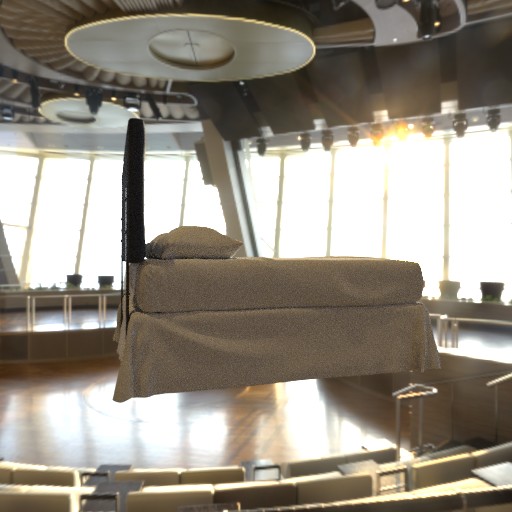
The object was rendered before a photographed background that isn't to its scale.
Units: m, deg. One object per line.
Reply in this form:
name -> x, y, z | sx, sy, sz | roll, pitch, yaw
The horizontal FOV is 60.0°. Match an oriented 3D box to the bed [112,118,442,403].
bed -> 0.000, 0.000, 3.599 | 2.222, 1.577, 1.936 | 0, 0, -18
